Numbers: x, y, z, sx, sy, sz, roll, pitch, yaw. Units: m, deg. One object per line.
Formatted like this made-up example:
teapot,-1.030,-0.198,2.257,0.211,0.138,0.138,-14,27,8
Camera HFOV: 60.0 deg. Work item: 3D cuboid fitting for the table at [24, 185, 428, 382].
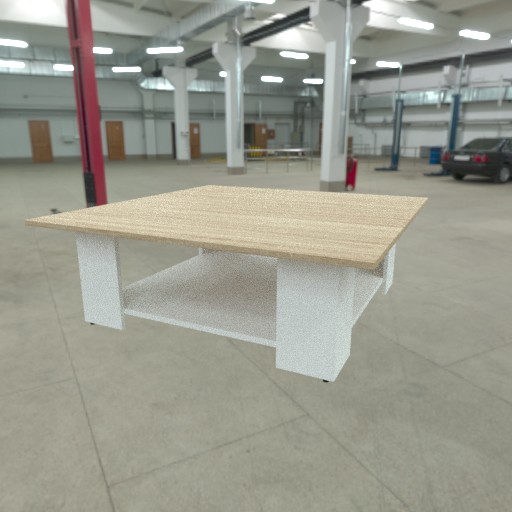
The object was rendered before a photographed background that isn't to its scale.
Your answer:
table,0.000,0.000,1.376,0.890,0.305,0.890,7,17,25
